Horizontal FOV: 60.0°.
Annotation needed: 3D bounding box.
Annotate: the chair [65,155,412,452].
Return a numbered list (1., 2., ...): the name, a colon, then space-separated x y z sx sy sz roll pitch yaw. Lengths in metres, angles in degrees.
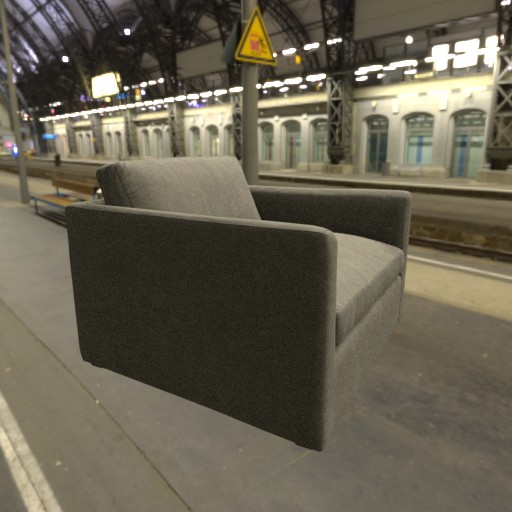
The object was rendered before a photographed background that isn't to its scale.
1. chair: 0.000 0.000 1.892 1.091 0.845 1.190 7 16 27
